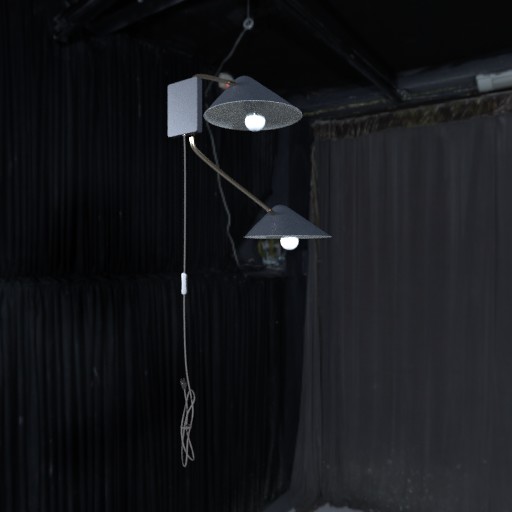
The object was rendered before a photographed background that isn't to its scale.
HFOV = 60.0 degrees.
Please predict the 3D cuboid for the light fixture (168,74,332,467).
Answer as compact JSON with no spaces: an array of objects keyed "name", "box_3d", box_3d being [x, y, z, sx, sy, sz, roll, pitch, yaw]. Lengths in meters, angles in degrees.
[{"name":"light fixture","box_3d":[0.000,0.000,0.858,0.189,0.665,0.422,0,0,35]}]
